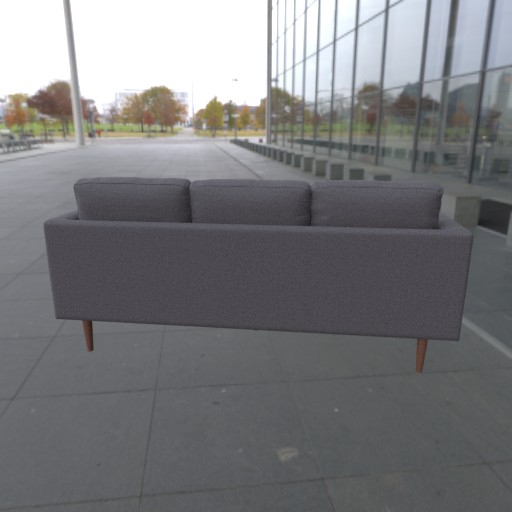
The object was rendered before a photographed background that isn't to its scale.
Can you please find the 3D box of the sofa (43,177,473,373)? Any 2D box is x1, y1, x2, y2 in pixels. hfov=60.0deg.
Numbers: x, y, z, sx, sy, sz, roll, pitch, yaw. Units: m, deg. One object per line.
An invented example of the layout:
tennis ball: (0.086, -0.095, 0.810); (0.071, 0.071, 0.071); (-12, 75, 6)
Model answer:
sofa: (0.000, 0.000, 2.493); (2.029, 0.912, 0.802); (2, 16, 7)
